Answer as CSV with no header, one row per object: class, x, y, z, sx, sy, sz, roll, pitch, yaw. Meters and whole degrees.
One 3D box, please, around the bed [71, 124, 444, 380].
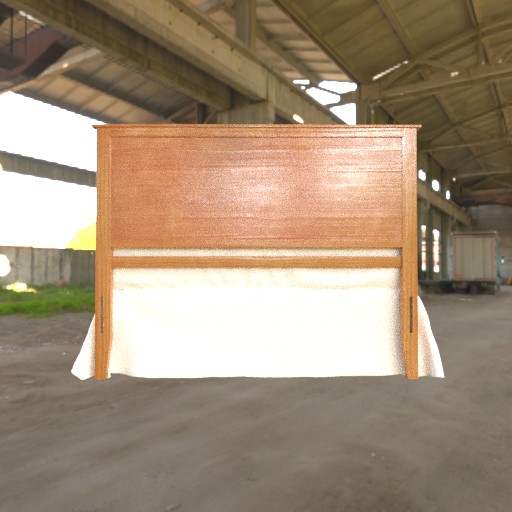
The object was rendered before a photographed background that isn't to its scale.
bed,0.000,0.000,3.193,1.870,1.273,2.035,0,-1,0
